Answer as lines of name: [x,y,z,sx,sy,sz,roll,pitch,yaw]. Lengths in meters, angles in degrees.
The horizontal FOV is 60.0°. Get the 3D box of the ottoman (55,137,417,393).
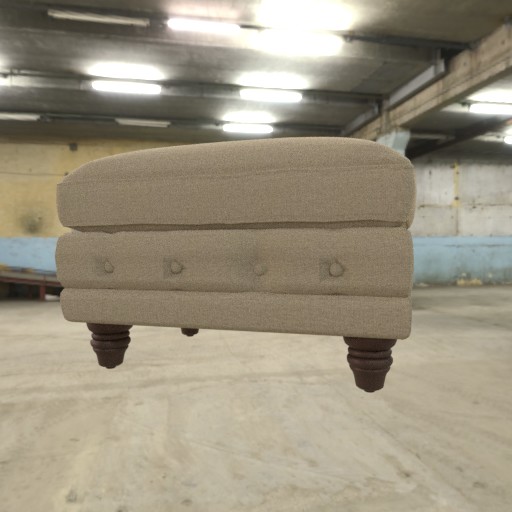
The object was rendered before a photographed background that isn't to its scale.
ottoman: [0.000,0.000,1.017,0.684,0.463,0.541,0,0,17]
